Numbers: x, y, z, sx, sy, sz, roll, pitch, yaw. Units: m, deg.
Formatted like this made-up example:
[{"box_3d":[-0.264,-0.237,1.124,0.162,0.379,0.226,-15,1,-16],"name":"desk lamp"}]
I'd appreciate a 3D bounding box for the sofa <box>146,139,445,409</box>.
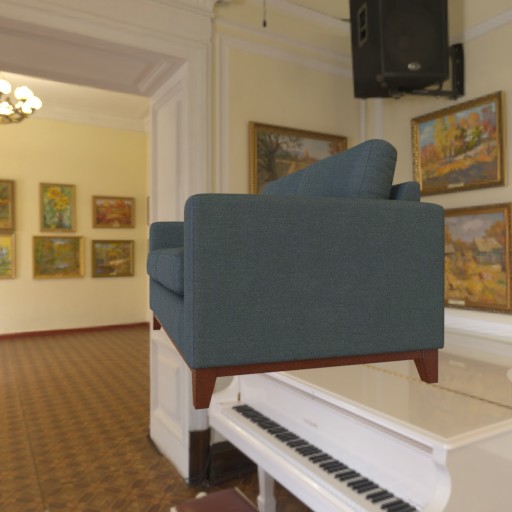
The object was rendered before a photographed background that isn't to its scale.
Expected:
[{"box_3d":[0.000,0.000,2.139,0.955,0.903,1.489,0,1,-18],"name":"sofa"}]
